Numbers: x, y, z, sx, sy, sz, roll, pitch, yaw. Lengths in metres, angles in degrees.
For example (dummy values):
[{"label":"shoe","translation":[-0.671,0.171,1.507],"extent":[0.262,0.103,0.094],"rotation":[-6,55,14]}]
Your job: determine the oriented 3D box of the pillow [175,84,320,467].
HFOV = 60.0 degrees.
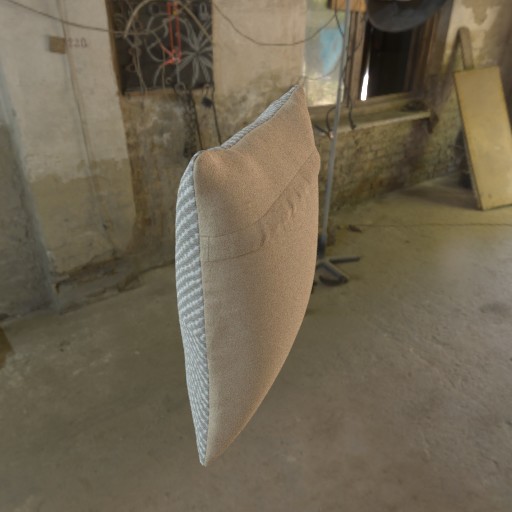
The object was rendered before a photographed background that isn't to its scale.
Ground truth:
[{"label":"pillow","translation":[0.000,0.000,0.709],"extent":[0.181,0.458,0.459],"rotation":[9,31,15]}]
